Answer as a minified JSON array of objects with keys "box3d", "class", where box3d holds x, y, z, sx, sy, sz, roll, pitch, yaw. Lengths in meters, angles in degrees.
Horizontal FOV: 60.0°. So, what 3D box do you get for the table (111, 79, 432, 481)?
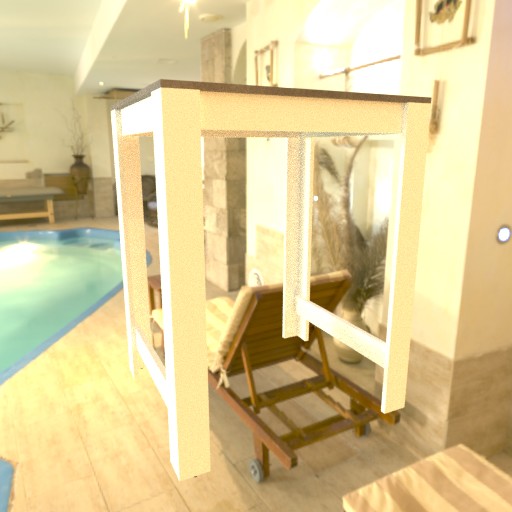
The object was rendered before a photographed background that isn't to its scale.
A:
[{"box3d":[0.000,0.000,1.548,0.800,1.020,0.700,-7,15,-25],"class":"table"}]
